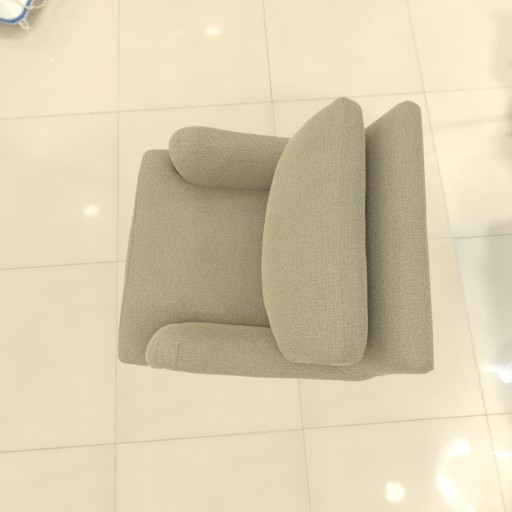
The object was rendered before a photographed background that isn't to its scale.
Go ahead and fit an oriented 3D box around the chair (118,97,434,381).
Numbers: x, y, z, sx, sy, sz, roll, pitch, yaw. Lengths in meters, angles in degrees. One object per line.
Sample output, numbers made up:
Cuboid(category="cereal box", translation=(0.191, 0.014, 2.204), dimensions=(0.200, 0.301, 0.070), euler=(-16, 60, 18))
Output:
Cuboid(category="chair", translation=(0.000, 0.000, 1.815), dimensions=(1.070, 1.038, 0.955), euler=(3, 75, 1))
